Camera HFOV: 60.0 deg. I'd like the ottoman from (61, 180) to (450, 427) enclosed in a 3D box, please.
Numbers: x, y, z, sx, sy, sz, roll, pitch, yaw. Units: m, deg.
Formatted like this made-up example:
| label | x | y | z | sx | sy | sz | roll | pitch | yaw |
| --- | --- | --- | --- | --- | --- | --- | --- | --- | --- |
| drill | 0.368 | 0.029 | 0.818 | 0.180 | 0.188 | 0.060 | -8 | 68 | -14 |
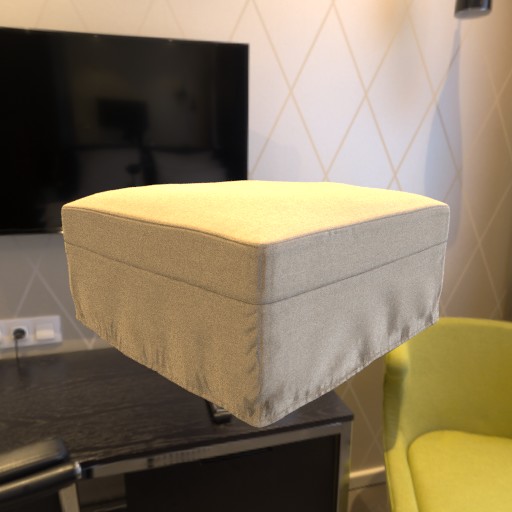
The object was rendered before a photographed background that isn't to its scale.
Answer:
| label | x | y | z | sx | sy | sz | roll | pitch | yaw |
| --- | --- | --- | --- | --- | --- | --- | --- | --- | --- |
| ottoman | 0.000 | 0.000 | 1.342 | 0.843 | 0.436 | 0.840 | 13 | 18 | 43 |
